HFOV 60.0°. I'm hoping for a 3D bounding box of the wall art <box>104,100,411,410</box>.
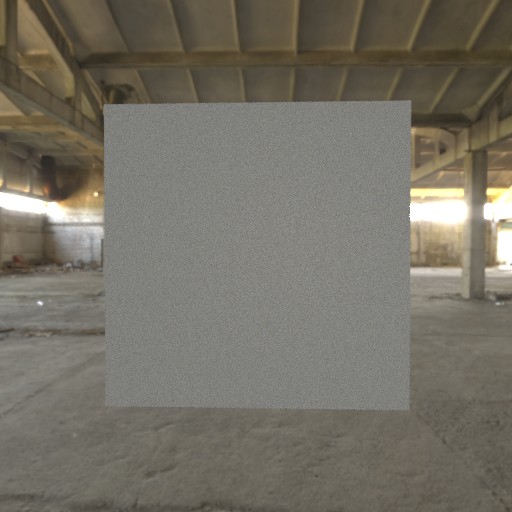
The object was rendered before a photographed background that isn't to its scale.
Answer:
[{"bbox_3d":[0.000,0.000,0.528,0.355,0.355,0.027,0,1,2],"label":"wall art"}]
